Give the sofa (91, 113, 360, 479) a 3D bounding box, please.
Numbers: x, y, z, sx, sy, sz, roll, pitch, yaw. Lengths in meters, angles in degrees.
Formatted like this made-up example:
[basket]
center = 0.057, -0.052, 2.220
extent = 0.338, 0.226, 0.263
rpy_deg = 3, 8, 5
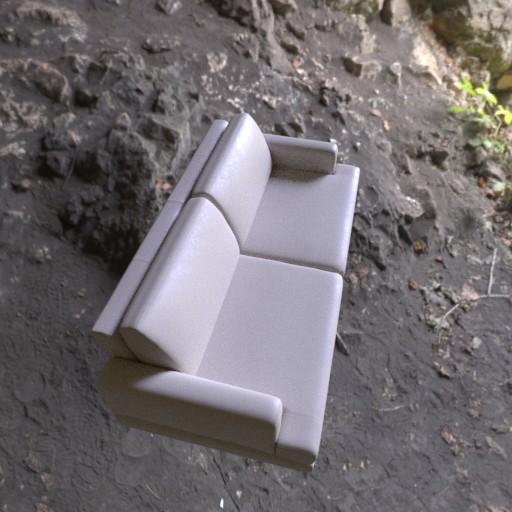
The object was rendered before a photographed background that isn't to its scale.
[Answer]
[sofa]
center = 0.000, 0.000, 2.418
extent = 0.974, 0.765, 1.940
rpy_deg = 10, 48, 9
